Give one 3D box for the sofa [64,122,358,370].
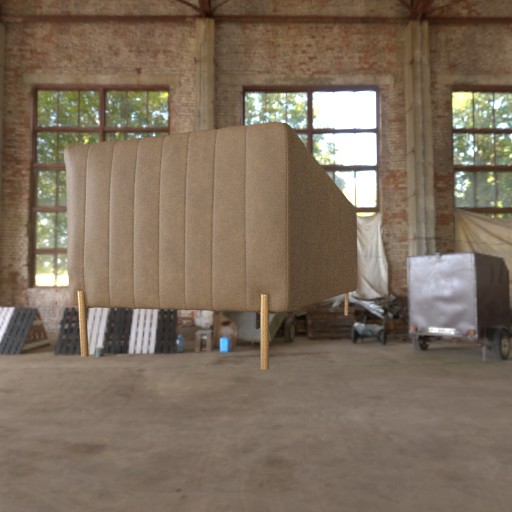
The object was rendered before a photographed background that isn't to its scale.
[{"bbox_3d":[0.000,0.000,2.380,0.876,0.779,1.980,-1,-3,19],"label":"sofa"}]
